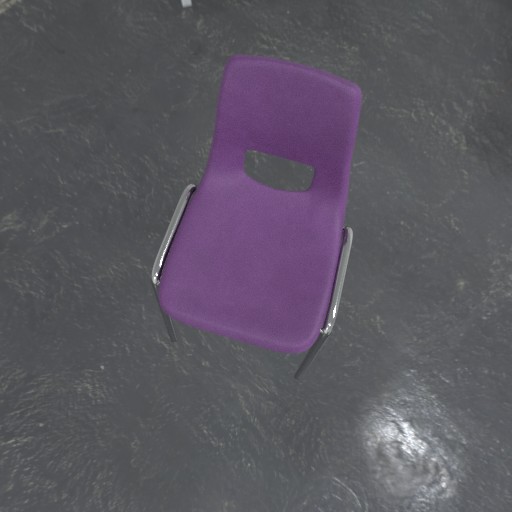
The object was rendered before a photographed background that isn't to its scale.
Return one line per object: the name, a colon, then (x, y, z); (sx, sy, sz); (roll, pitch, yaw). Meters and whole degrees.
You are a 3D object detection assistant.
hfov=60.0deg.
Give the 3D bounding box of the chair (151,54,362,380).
chair: (0.000, 0.000, 0.950); (0.381, 0.704, 0.432); (16, 75, 4)
